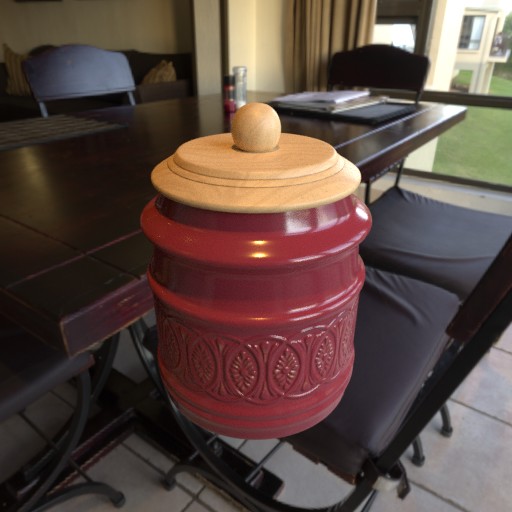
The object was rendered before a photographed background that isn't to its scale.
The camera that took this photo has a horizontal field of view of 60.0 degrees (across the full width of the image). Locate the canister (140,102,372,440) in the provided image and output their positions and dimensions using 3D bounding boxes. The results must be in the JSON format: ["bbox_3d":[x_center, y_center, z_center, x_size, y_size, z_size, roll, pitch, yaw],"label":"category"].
[{"bbox_3d":[0.000,0.000,0.268,0.130,0.176,0.130,0,28,0],"label":"canister"}]
